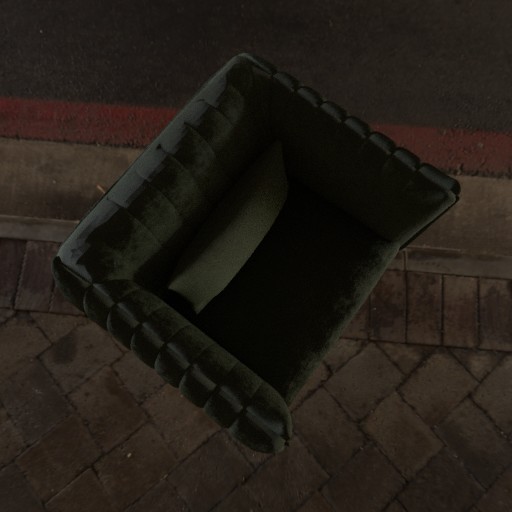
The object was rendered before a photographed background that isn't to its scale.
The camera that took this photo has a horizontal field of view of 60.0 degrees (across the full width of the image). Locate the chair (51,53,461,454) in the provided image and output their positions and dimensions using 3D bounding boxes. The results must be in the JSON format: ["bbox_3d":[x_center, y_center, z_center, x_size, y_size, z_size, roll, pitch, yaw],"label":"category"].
[{"bbox_3d":[0.000,0.000,1.646,0.877,0.794,1.032,36,78,9],"label":"chair"}]
